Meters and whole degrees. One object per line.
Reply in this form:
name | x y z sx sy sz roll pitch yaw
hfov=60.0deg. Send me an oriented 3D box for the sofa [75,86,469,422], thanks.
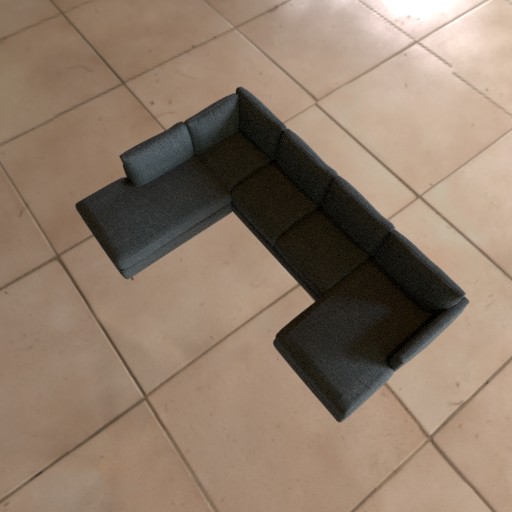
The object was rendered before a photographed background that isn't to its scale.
sofa | 0.000 0.000 3.596 1.879 0.753 2.737 -35 68 -16
